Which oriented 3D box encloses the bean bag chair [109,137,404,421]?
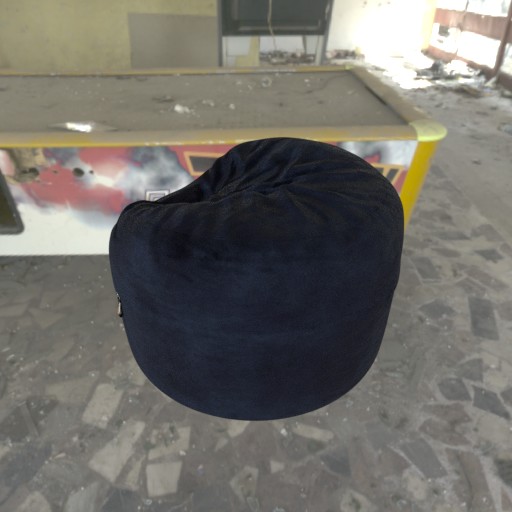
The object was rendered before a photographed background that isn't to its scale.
[{"bbox_3d":[0.000,0.000,1.474,0.918,0.616,0.918,0,32,0],"label":"bean bag chair"}]
